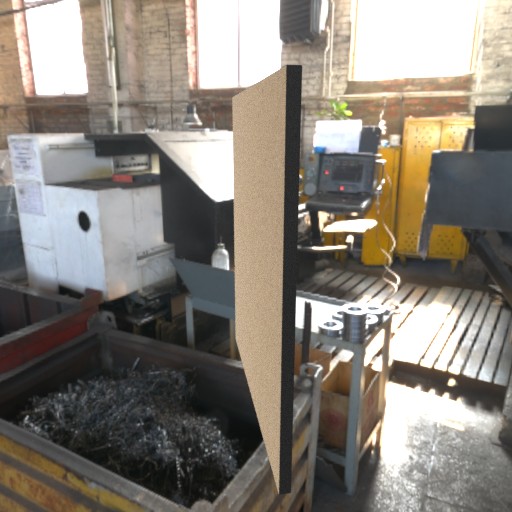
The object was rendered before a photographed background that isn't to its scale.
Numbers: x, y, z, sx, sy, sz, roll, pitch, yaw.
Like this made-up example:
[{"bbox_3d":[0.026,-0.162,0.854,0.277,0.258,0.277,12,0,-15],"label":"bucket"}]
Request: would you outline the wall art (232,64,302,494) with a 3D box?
[{"bbox_3d":[0.000,0.000,1.203,0.028,0.863,0.755,-3,16,-9],"label":"wall art"}]
